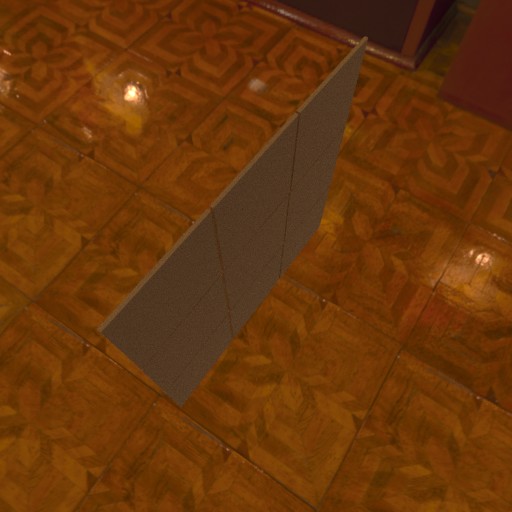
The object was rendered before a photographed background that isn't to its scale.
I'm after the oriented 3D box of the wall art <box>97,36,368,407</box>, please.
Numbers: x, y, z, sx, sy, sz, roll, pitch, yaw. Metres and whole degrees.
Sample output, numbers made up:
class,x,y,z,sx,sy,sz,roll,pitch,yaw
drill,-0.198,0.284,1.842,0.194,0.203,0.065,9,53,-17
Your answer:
class,x,y,z,sx,sy,sz,roll,pitch,yaw
wall art,0.000,0.000,1.332,0.010,0.917,0.919,33,68,15
